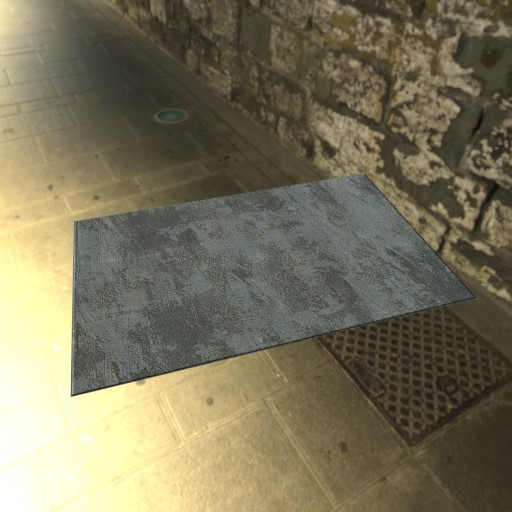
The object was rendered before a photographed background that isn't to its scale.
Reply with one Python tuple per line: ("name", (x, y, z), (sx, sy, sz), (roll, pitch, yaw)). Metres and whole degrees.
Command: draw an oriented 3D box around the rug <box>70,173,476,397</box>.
("rug", (0.000, 0.000, 3.070), (2.431, 0.012, 1.536), (-11, 43, -12))
